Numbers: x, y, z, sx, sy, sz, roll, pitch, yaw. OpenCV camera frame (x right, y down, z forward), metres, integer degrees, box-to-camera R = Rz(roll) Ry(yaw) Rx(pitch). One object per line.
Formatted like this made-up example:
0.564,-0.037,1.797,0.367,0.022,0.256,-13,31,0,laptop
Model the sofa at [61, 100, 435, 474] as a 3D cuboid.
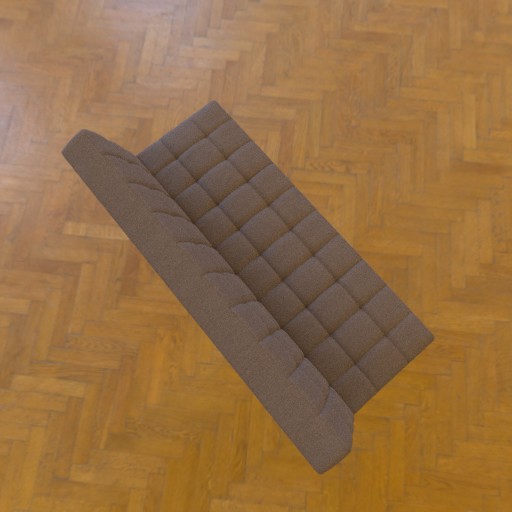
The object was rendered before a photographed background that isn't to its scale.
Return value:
0.000,0.000,2.261,0.860,0.810,1.800,-39,79,-9,sofa
